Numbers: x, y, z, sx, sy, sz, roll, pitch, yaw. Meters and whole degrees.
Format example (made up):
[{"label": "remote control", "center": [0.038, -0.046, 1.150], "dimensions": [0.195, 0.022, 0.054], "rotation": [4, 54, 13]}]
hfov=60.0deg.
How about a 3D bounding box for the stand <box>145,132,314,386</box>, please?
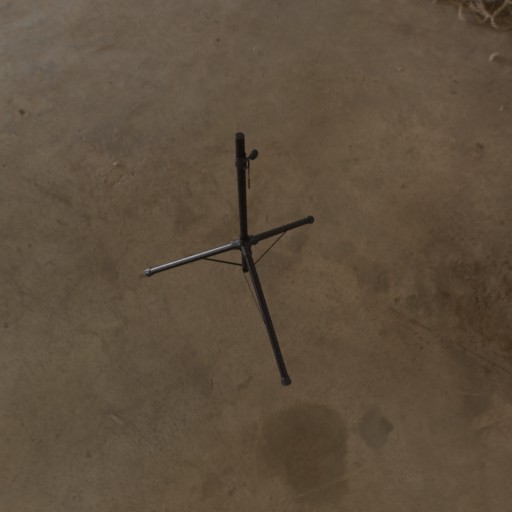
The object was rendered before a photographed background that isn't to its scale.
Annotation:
[{"label": "stand", "center": [0.000, 0.000, 1.927], "dimensions": [1.045, 1.136, 0.907], "rotation": [-17, 61, -10]}]
